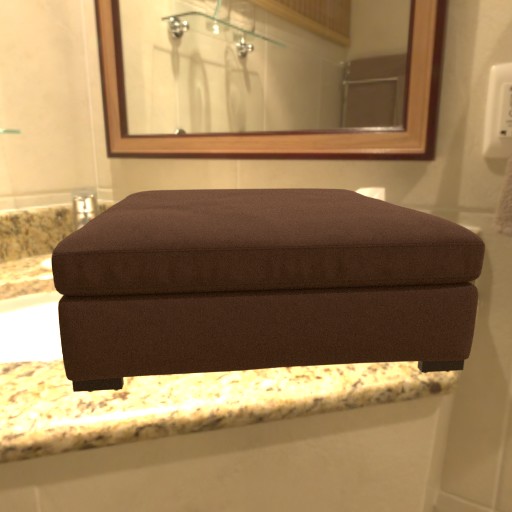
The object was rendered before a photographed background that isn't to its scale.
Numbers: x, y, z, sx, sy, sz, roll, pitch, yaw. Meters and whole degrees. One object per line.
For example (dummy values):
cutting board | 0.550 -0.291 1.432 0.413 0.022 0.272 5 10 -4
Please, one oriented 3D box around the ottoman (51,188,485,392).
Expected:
ottoman | 0.000 0.000 1.754 1.181 0.470 1.181 -1 14 -6
